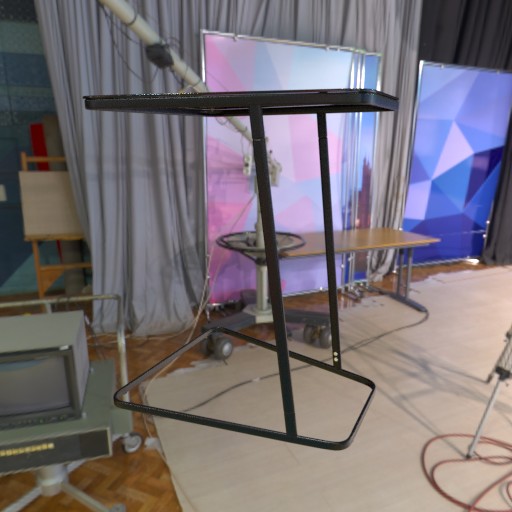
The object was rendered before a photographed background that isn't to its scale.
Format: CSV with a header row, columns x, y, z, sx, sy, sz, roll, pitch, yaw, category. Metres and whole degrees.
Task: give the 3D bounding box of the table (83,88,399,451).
x,y,z,sx,sy,sz,roll,pitch,yaw,category
0.000,0.000,0.933,0.500,0.624,0.427,8,17,27,table
